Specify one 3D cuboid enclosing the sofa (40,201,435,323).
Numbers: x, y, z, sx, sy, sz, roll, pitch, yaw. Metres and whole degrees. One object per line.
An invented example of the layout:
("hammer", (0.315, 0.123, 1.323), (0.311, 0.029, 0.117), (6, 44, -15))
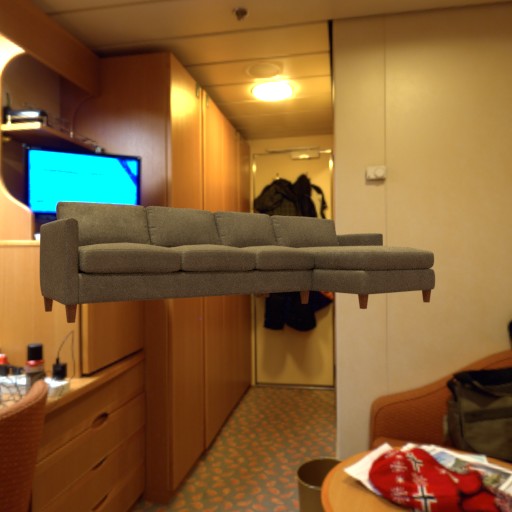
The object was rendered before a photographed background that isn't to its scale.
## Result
("sofa", (0.000, 0.000, 4.173), (3.471, 0.950, 1.604), (0, 0, -36))
